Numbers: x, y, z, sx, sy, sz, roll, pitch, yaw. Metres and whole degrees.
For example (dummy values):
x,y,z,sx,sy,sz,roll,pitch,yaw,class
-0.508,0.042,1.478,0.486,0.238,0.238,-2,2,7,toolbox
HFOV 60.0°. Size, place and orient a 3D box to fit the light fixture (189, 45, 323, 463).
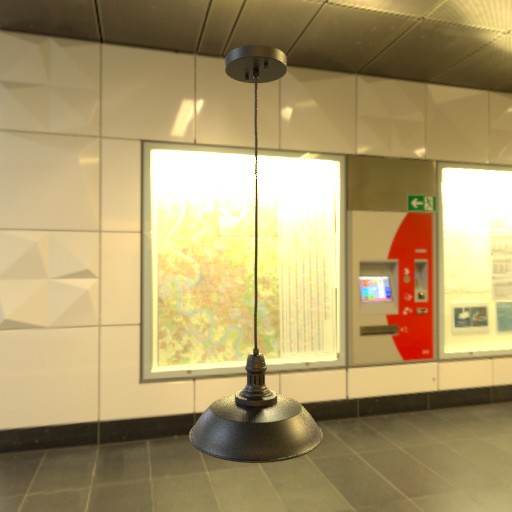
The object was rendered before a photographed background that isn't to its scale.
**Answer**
x,y,z,sx,sy,sz,roll,pitch,yaw,class
0.000,0.000,1.116,0.331,0.993,0.331,1,-1,-35,light fixture
